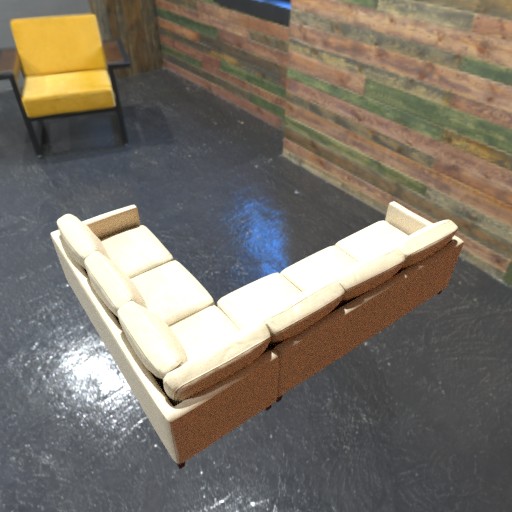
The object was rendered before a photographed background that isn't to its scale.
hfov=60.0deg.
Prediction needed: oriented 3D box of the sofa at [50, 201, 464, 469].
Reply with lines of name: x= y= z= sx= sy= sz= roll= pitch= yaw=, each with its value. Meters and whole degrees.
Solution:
sofa: x=0.000 y=0.000 z=4.547 sx=3.302 sy=0.947 sz=2.593 roll=-25 pitch=46 yaw=-27
